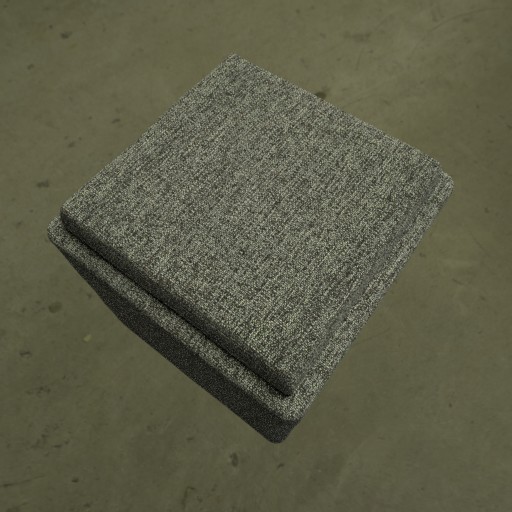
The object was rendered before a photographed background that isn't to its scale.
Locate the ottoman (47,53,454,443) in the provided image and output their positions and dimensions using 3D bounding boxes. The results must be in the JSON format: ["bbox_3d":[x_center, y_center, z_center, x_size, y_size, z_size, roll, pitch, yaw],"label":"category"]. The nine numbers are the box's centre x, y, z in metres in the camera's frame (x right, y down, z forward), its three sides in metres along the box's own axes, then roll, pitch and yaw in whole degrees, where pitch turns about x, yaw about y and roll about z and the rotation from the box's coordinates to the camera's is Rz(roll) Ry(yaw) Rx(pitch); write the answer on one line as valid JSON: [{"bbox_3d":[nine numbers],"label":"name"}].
[{"bbox_3d":[0.000,0.000,0.808,0.450,0.463,0.450,34,68,15],"label":"ottoman"}]
